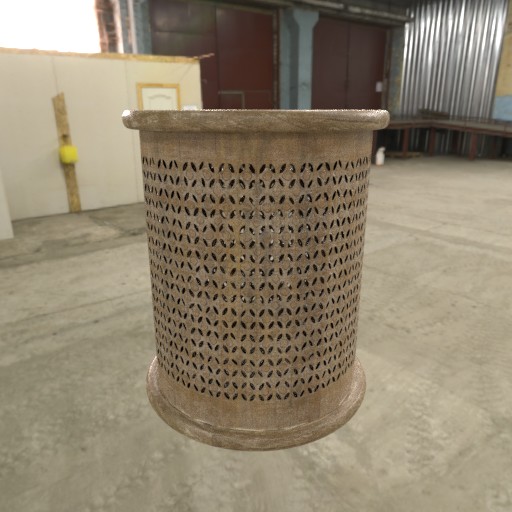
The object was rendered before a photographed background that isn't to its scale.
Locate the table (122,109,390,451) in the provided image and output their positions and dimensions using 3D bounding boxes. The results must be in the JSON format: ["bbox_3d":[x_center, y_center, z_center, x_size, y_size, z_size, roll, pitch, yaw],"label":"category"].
[{"bbox_3d":[0.000,0.000,0.771,0.407,0.482,0.407,0,18,0],"label":"table"}]
